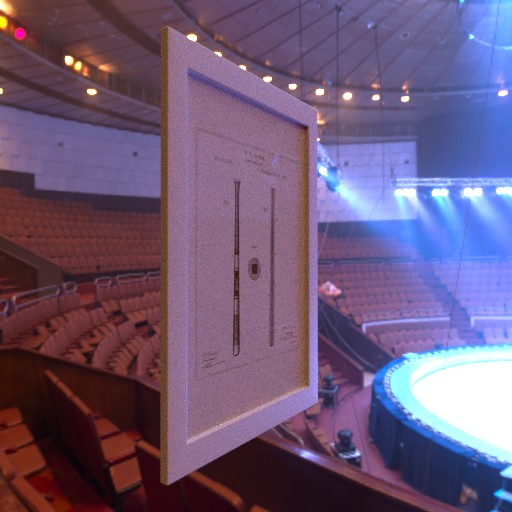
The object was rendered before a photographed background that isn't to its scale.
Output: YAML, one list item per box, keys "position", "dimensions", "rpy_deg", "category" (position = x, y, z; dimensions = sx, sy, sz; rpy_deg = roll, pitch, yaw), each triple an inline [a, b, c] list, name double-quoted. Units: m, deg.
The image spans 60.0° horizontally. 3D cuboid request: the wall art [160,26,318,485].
- position: [0.000, 0.000, 0.599]
  dimensions: [0.011, 0.482, 0.329]
  rpy_deg: [0, 0, 36]
  category: "wall art"
